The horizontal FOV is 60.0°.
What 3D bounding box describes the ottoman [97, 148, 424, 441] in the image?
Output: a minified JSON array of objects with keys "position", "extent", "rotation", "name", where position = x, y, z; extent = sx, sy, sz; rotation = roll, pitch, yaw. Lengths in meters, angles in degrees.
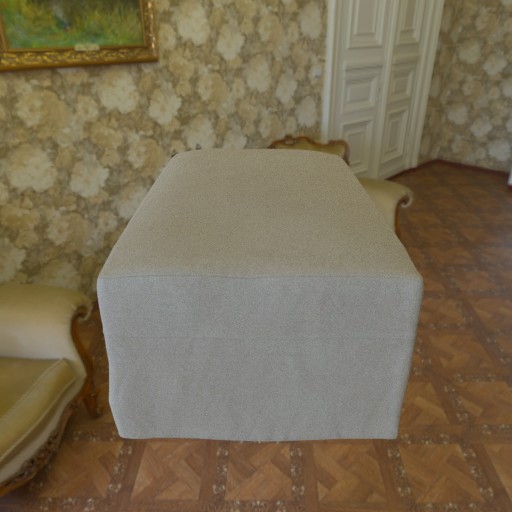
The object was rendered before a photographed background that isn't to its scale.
[{"position":[0.000,0.000,1.190],"extent":[0.590,0.444,0.872],"rotation":[0,27,0],"name":"ottoman"}]
